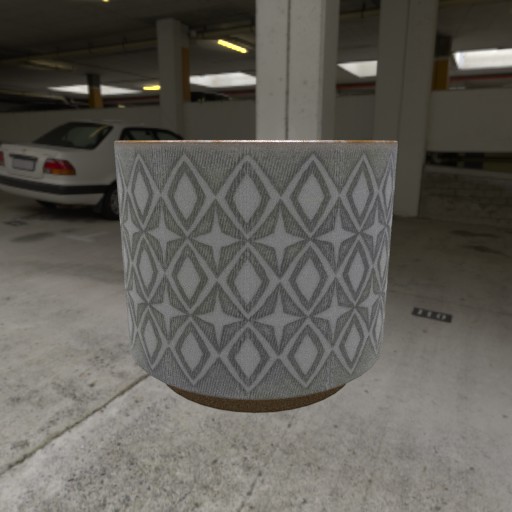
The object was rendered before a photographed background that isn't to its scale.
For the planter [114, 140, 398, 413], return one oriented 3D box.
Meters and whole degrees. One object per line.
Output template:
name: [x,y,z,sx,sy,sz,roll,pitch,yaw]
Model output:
planter: [0.000,0.000,0.443,0.255,0.223,0.255,0,14,0]
